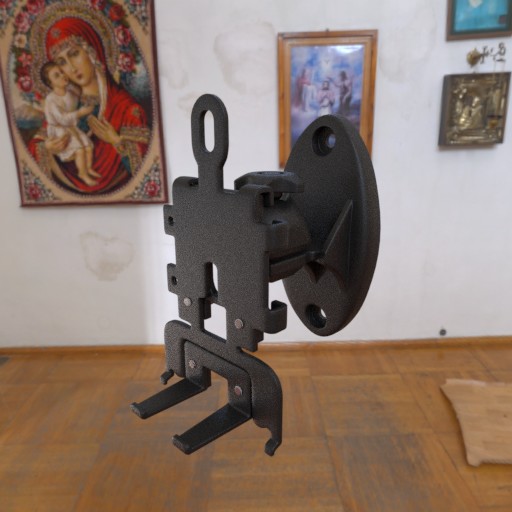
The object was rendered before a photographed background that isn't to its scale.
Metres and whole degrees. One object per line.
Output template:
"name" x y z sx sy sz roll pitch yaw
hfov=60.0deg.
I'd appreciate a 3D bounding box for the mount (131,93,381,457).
"mount" 0.000 0.000 0.174 0.066 0.118 0.100 15 22 42
